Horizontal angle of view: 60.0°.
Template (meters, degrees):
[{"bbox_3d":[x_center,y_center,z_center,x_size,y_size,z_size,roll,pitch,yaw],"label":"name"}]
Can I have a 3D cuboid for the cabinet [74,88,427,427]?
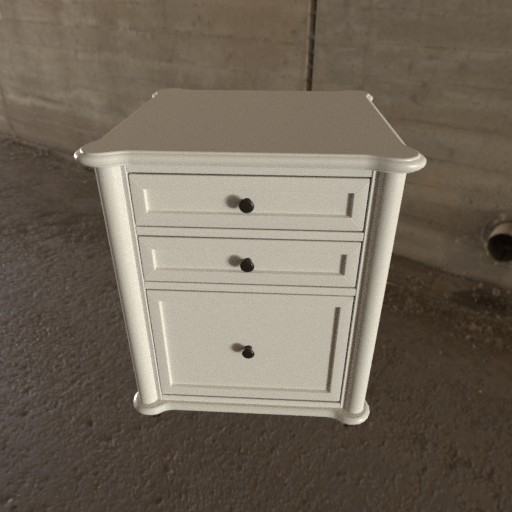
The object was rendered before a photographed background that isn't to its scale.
[{"bbox_3d":[0.000,0.000,1.213,0.628,0.761,0.627,2,31,3],"label":"cabinet"}]
